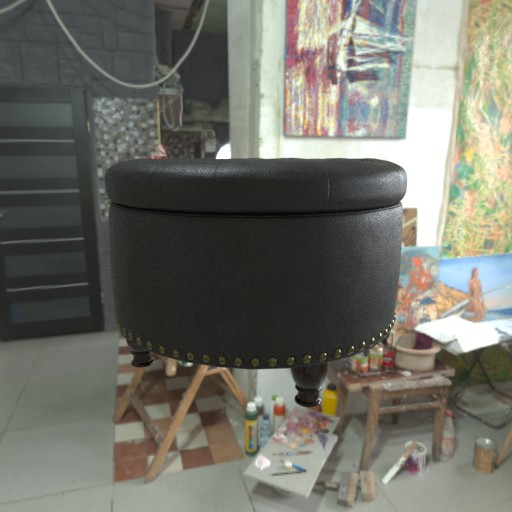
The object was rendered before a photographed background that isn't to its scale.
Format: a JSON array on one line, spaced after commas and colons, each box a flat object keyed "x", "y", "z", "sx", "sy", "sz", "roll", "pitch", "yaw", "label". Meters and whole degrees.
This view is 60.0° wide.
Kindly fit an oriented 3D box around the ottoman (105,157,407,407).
[{"x": 0.000, "y": 0.000, "z": 1.021, "sx": 0.637, "sy": 0.442, "sz": 0.637, "roll": 0, "pitch": 13, "yaw": 0, "label": "ottoman"}]
